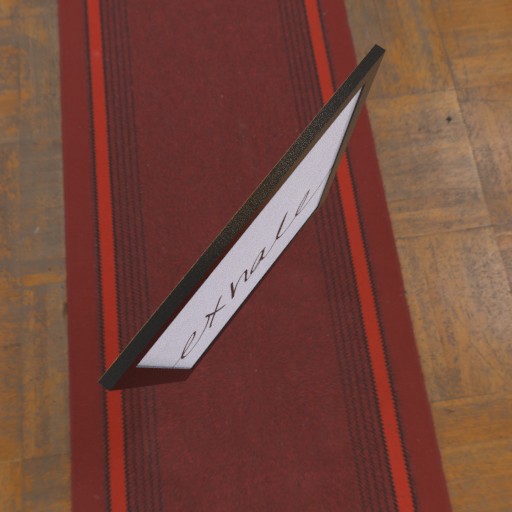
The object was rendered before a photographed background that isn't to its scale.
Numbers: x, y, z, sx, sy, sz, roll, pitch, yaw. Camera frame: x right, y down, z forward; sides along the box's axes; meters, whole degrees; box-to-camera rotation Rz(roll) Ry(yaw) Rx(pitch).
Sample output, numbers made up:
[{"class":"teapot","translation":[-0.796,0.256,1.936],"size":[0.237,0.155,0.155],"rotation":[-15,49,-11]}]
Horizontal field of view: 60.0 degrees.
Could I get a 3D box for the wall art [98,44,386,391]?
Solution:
[{"class":"wall art","translation":[0.000,0.000,0.652],"size":[0.014,0.445,0.446],"rotation":[36,78,9]}]
